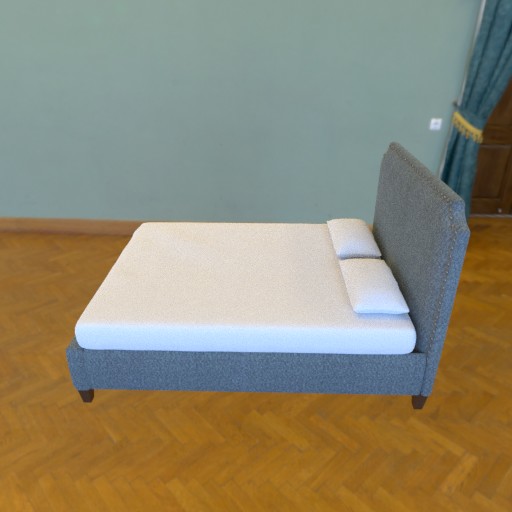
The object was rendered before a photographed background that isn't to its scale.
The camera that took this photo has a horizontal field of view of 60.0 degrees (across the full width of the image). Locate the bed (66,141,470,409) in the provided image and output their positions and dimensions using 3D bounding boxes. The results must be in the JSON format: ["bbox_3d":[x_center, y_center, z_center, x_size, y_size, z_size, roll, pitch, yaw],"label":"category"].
[{"bbox_3d":[0.000,0.000,3.382,2.372,1.443,1.712,1,27,1],"label":"bed"}]
